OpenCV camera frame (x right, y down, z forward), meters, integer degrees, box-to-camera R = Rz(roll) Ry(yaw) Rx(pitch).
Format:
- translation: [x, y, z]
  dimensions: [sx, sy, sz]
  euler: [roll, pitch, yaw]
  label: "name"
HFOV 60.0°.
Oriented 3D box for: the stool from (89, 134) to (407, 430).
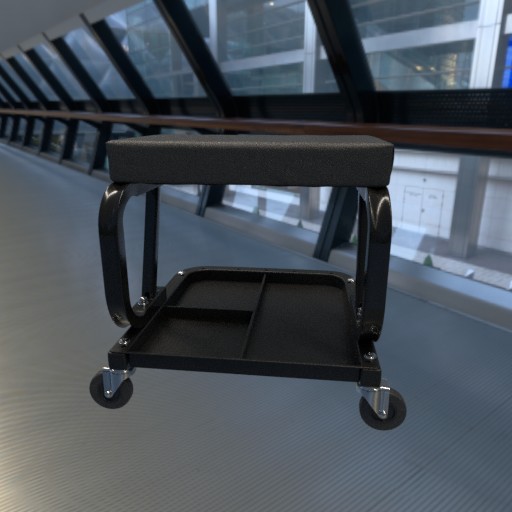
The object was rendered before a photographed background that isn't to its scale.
- translation: [0.000, 0.000, 0.729]
  dimensions: [0.446, 0.380, 0.371]
  euler: [2, 18, 7]
  label: "stool"
